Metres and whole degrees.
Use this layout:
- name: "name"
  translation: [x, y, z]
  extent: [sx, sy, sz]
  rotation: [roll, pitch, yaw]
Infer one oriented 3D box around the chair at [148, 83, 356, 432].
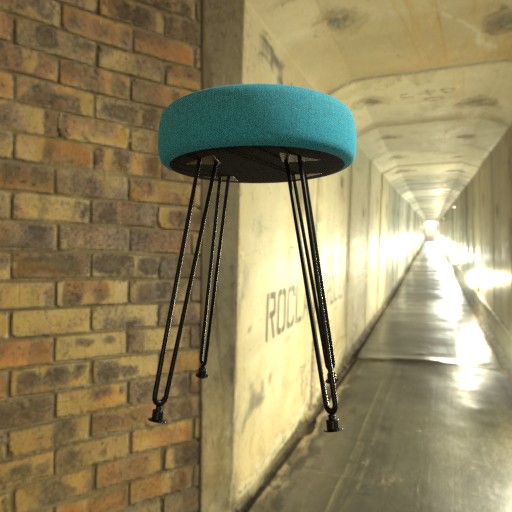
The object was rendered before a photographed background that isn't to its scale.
- name: "chair"
  translation: [0.000, 0.000, 0.684]
  extent: [0.350, 0.440, 0.350]
  rotation: [1, -1, -37]
